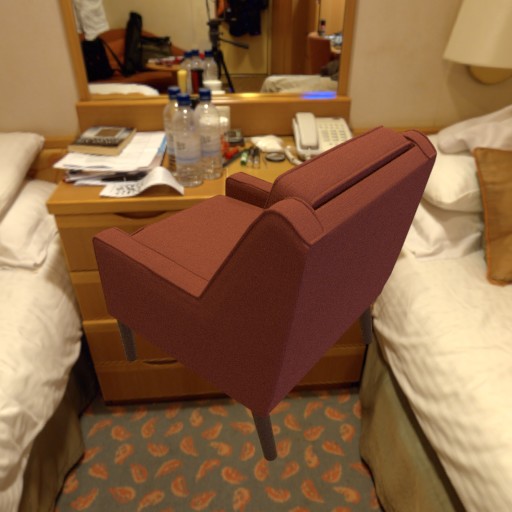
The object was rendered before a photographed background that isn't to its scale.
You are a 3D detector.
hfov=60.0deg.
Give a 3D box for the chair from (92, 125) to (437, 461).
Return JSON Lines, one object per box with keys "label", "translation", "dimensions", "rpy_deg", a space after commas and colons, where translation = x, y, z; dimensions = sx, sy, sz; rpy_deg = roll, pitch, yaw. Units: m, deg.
{"label": "chair", "translation": [0.000, 0.000, 1.382], "dimensions": [0.770, 0.812, 0.680], "rpy_deg": [23, 38, 32]}
